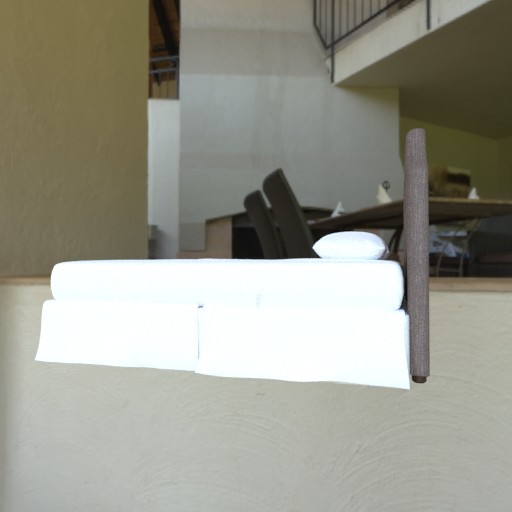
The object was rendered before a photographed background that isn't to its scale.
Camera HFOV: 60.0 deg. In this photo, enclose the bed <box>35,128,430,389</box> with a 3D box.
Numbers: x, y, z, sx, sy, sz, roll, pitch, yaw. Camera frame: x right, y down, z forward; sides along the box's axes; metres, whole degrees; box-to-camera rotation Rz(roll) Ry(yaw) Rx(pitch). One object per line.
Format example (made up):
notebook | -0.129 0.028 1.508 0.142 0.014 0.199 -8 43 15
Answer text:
bed | 0.000 0.000 3.982 2.773 1.590 2.350 0 -1 18
